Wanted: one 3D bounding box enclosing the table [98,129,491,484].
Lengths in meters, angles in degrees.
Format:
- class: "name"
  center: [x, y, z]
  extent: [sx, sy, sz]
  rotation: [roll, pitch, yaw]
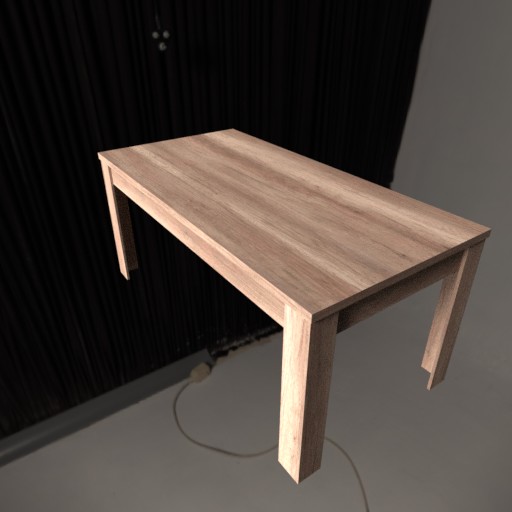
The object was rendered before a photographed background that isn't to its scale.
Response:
- class: "table"
  center: [0.000, 0.000, 2.278]
  extent: [0.900, 0.790, 1.800]
  rotation: [-20, 36, -30]
